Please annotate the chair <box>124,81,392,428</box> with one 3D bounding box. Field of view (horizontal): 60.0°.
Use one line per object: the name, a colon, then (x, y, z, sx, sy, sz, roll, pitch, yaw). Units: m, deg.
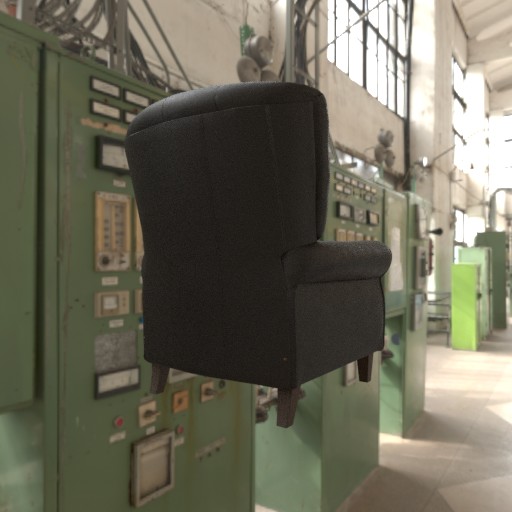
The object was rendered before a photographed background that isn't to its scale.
chair: (0.000, 0.000, 1.927, 0.948, 1.158, 1.058, -1, -1, 36)
